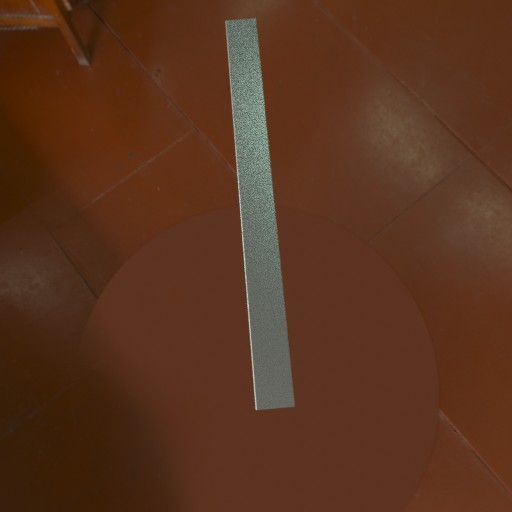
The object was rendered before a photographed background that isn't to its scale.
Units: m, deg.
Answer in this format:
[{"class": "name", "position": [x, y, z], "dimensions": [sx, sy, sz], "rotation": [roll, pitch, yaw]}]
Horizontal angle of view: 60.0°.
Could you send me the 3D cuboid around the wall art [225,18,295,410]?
[{"class": "wall art", "position": [0.000, 0.000, 0.748], "dimensions": [0.038, 0.549, 0.452], "rotation": [-5, 75, -1]}]
